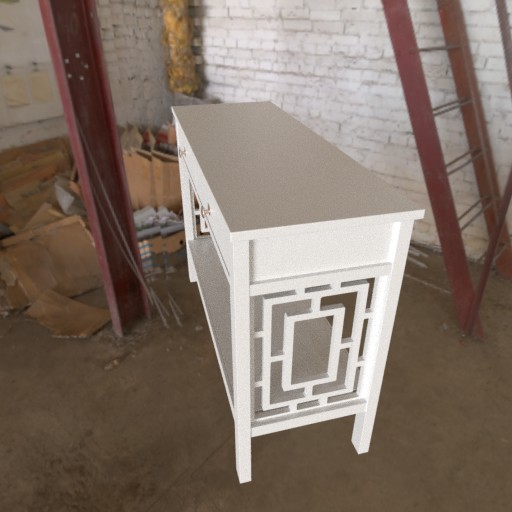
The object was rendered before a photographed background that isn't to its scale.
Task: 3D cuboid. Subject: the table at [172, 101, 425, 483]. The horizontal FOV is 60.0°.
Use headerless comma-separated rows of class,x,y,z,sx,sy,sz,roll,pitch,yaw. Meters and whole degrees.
table,0.000,0.000,1.448,0.397,0.753,1.068,-8,31,-13
